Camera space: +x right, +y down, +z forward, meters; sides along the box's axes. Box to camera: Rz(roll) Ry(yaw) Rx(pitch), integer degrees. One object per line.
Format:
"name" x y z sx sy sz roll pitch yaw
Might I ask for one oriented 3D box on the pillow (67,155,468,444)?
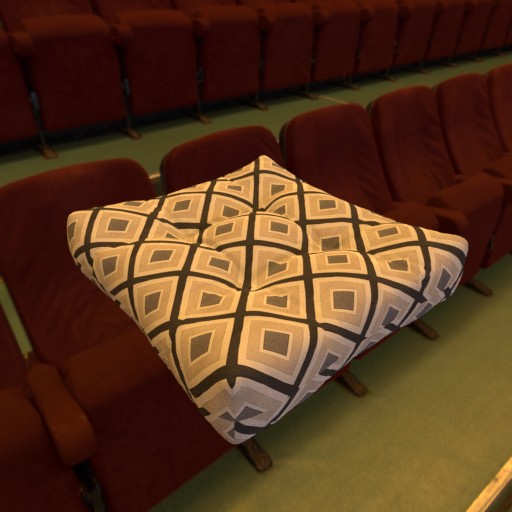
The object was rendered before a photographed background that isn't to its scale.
"pillow" 0.000 0.000 0.727 0.468 0.128 0.490 -24 40 -32
